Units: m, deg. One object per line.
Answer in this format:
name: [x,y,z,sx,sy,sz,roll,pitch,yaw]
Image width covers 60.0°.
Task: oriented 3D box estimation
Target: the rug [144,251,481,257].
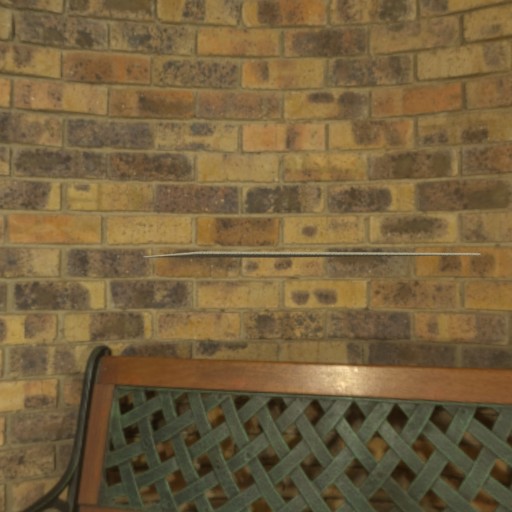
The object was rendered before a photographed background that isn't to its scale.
rug: [0.000,0.000,3.594,1.546,0.011,3.048,0,-1,-19]
